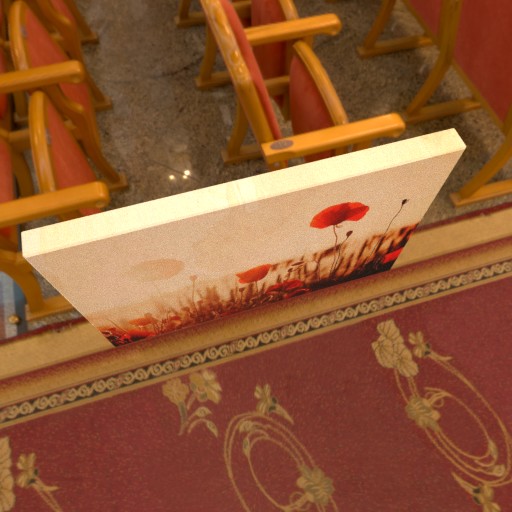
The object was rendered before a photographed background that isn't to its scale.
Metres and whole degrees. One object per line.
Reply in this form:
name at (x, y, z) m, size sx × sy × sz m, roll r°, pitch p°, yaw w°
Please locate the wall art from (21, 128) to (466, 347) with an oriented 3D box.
wall art at (0.000, 0.000, 0.775) m, size 0.613 × 0.402 × 0.040 m, roll -15°, pitch 64°, yaw -8°
